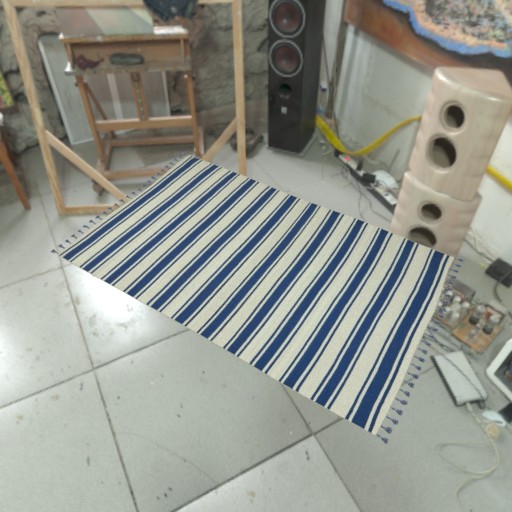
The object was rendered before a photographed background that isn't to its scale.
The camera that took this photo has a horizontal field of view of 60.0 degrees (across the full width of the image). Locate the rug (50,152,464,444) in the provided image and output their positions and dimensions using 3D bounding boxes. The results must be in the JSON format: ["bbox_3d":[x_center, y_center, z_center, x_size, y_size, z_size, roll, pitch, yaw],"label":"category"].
[{"bbox_3d":[0.000,0.000,2.588,2.108,0.009,1.248,25,51,22],"label":"rug"}]
